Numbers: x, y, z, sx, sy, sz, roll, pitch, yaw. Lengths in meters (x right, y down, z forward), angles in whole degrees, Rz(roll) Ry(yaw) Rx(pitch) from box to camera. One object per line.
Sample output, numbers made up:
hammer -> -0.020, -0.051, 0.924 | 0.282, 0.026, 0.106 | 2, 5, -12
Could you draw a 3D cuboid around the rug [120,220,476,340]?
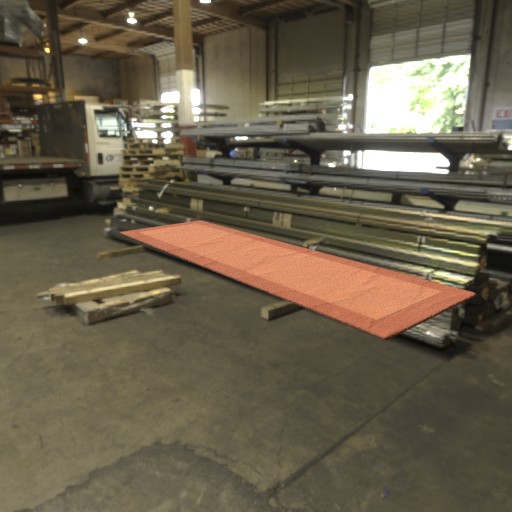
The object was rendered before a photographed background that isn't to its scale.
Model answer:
rug -> 0.000, 0.000, 2.801 | 0.914, 0.013, 2.471 | -14, 21, -42
